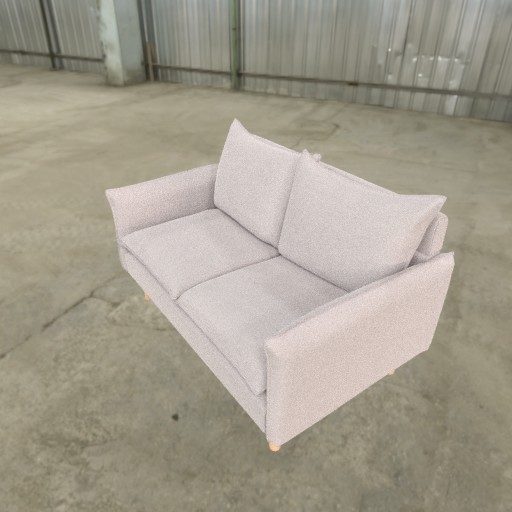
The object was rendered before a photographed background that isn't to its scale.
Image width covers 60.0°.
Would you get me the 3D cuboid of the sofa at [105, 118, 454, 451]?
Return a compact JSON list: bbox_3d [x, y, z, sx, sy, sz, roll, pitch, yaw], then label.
[{"bbox_3d":[0.000,0.000,1.873,0.820,0.840,1.300,-21,37,-30],"label":"sofa"}]
